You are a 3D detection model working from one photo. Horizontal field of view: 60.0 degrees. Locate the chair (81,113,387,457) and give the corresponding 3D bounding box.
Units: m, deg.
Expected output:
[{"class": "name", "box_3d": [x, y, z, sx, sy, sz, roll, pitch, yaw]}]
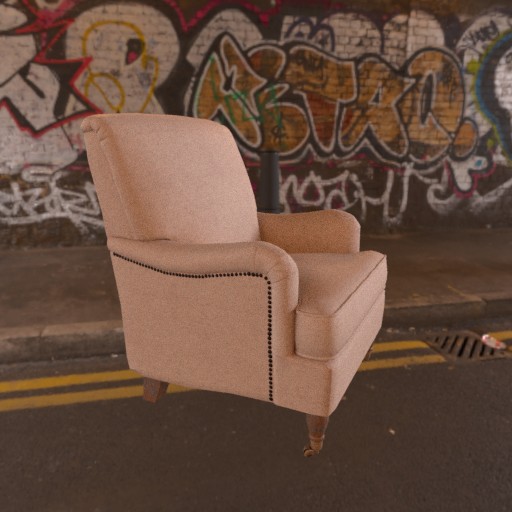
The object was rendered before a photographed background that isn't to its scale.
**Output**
[{"class": "chair", "box_3d": [0.000, 0.000, 1.814, 0.953, 1.119, 0.879, 7, 16, 25]}]
